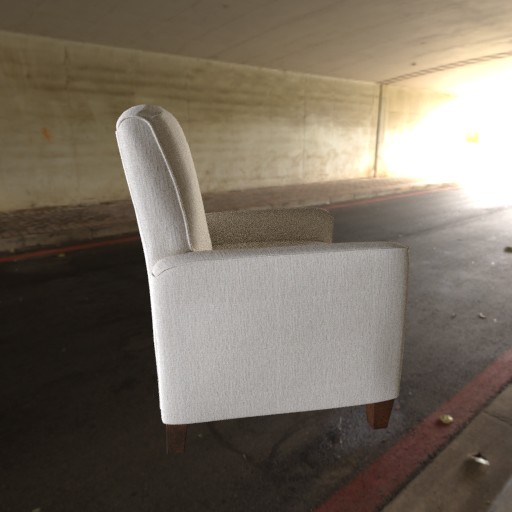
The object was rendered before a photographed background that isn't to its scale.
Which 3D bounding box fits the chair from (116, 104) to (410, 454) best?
[{"bbox_3d":[0.000,0.000,1.633,0.858,1.028,0.841,-3,15,-10],"label":"chair"}]
